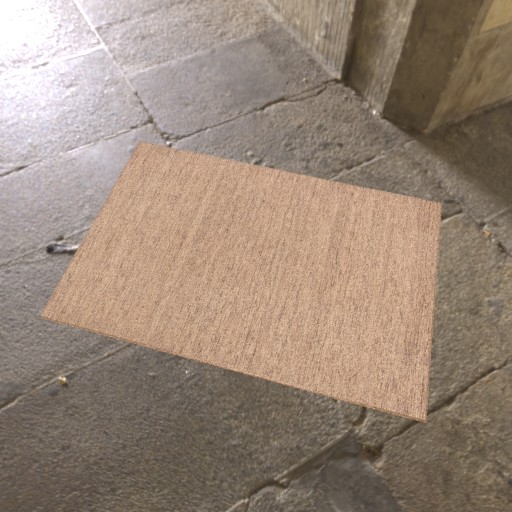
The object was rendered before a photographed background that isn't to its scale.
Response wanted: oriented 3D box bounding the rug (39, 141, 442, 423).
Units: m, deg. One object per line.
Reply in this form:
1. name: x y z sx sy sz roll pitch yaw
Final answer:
1. rug: 0.000 0.000 2.325 1.840 0.013 1.225 13 60 8
